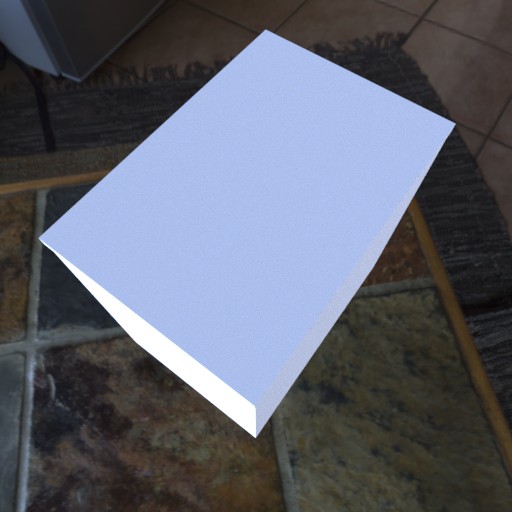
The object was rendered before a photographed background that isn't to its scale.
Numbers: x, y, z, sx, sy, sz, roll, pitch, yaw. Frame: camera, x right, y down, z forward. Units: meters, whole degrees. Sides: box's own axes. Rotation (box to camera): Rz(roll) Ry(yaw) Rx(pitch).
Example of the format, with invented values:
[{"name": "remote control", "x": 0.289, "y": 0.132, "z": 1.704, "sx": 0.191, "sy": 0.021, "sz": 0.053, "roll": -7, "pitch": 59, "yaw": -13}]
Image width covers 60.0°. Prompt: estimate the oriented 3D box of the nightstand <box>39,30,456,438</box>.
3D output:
[{"name": "nightstand", "x": 0.000, "y": 0.000, "z": 0.753, "sx": 0.325, "sy": 0.460, "sz": 0.441, "roll": 34, "pitch": 68, "yaw": 15}]
